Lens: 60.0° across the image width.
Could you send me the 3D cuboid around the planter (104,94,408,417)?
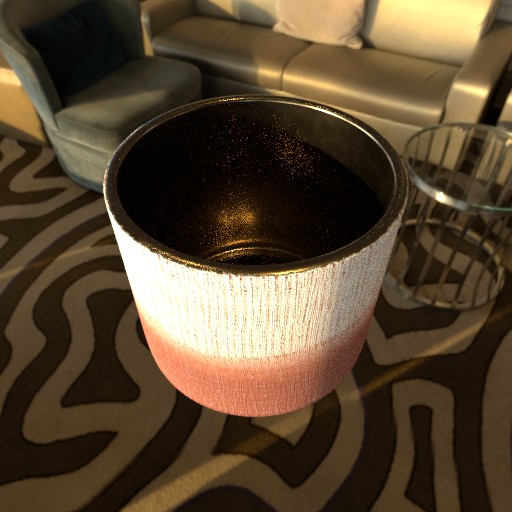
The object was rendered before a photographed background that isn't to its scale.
[{"bbox_3d":[0.000,0.000,0.316,0.178,0.157,0.178,0,46,0],"label":"planter"}]
